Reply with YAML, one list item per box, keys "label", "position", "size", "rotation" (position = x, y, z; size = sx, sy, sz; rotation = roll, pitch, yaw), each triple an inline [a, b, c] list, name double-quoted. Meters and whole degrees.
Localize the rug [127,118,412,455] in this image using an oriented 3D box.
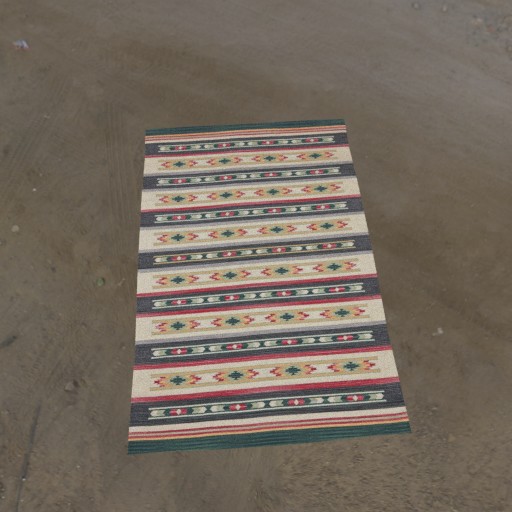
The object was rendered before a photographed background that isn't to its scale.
- label: "rug"
  position: [0.000, 0.000, 2.304]
  size: [1.221, 0.009, 1.825]
  rotation: [-4, 63, -2]
